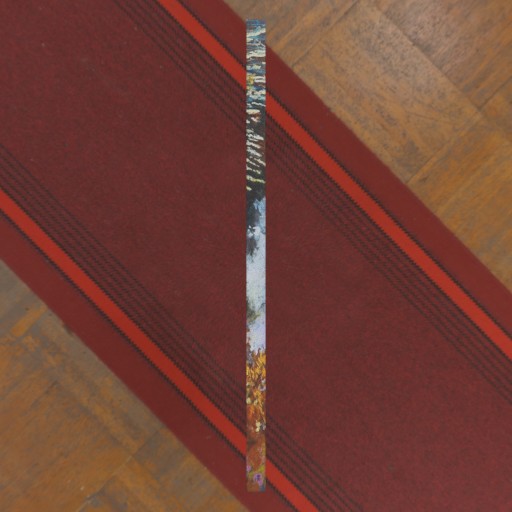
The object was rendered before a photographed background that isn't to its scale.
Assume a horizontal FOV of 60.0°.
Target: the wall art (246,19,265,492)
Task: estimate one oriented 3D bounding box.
[{"bbox_3d":[0.000,0.000,1.154,0.037,0.604,0.908,0,89,0],"label":"wall art"}]
